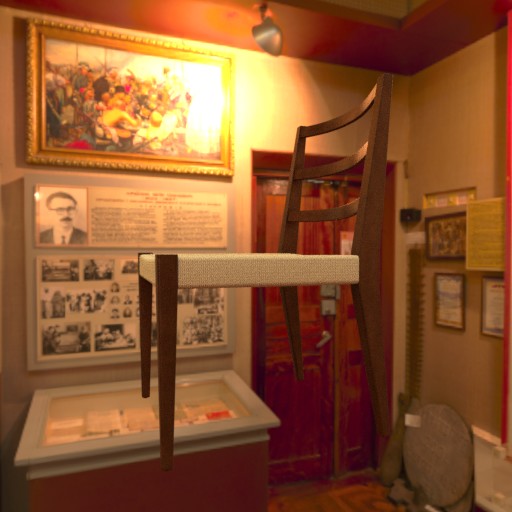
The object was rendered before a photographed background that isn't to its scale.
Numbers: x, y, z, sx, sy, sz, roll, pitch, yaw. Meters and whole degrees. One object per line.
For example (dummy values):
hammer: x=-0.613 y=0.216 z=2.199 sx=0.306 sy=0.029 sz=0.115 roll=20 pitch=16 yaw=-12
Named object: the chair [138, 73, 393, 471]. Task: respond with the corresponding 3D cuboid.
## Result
chair: x=0.000 y=0.000 z=1.133 sx=0.551 sy=0.813 sz=0.480 roll=0 pitch=1 yaw=-19
